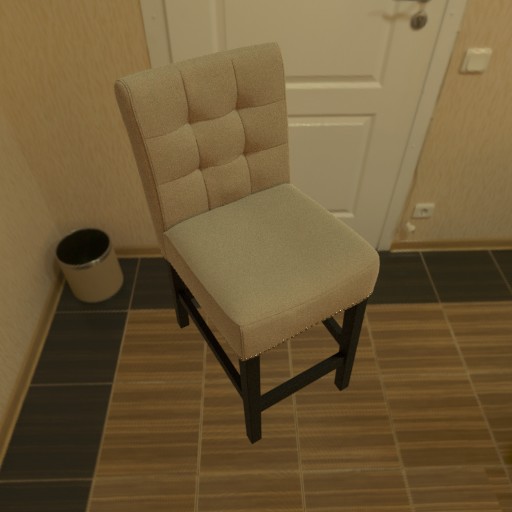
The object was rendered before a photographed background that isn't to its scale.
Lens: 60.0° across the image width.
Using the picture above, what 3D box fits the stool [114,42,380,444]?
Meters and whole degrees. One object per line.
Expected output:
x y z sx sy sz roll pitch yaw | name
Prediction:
0.000 0.000 1.198 0.427 0.885 0.571 -23 51 -21 | stool
